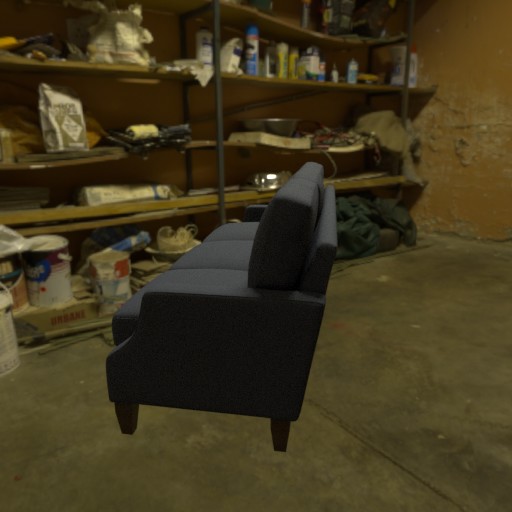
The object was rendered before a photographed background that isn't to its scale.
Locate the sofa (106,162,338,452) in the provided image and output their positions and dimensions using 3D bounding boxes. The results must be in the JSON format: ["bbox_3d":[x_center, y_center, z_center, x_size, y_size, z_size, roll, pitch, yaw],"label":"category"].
[{"bbox_3d":[0.000,0.000,2.578,0.888,0.984,2.115,2,15,9],"label":"sofa"}]
